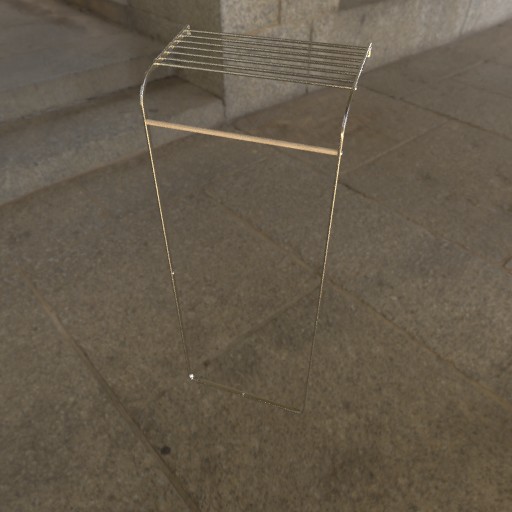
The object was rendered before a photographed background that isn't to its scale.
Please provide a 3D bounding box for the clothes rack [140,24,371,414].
[{"bbox_3d":[0.000,0.000,1.787,0.609,1.574,0.349,13,43,14],"label":"clothes rack"}]
